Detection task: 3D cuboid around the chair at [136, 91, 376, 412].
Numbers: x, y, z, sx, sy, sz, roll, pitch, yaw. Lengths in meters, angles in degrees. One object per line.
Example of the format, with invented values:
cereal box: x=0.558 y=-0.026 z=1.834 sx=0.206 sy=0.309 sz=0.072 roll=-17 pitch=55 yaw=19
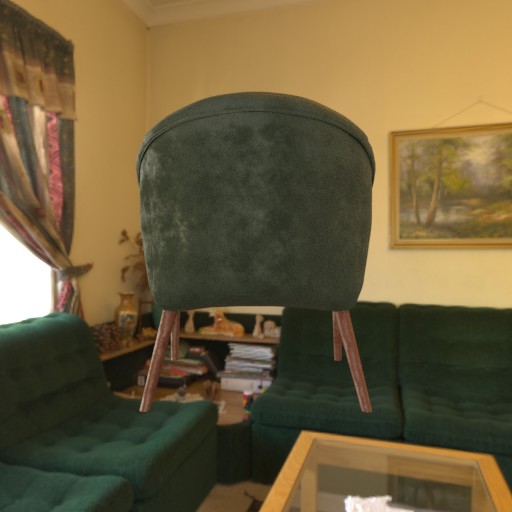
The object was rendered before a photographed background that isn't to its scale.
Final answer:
chair: x=0.000 y=0.000 z=1.528 sx=0.851 sy=0.885 sz=0.776 roll=0 pitch=1 yaw=0
